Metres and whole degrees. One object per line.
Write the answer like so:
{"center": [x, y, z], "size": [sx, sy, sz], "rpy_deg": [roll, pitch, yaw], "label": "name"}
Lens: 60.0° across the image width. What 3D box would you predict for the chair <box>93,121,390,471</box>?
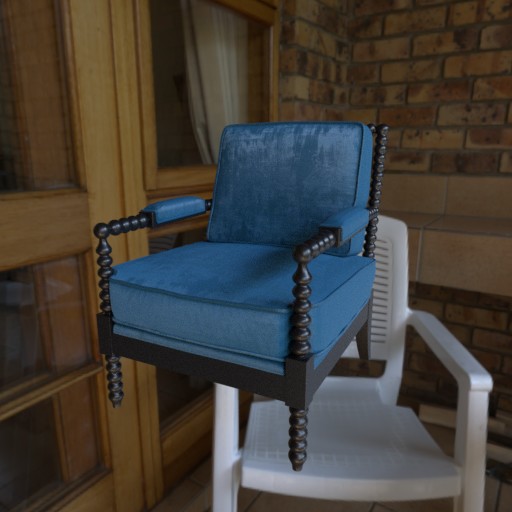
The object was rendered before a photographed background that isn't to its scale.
{"center": [0.000, 0.000, 1.431], "size": [0.688, 0.857, 0.805], "rpy_deg": [7, 16, 26], "label": "chair"}
